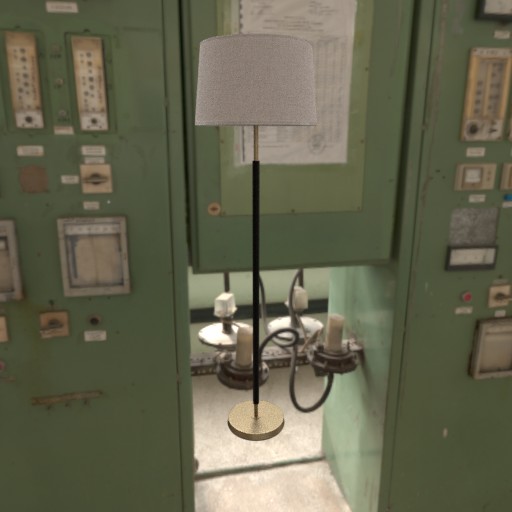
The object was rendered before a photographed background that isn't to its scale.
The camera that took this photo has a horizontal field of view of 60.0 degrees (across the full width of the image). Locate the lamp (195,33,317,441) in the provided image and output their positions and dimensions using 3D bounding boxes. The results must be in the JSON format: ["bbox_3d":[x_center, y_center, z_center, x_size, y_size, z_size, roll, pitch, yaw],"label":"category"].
[{"bbox_3d":[0.000,0.000,1.661,0.420,1.447,0.420,0,16,0],"label":"lamp"}]
